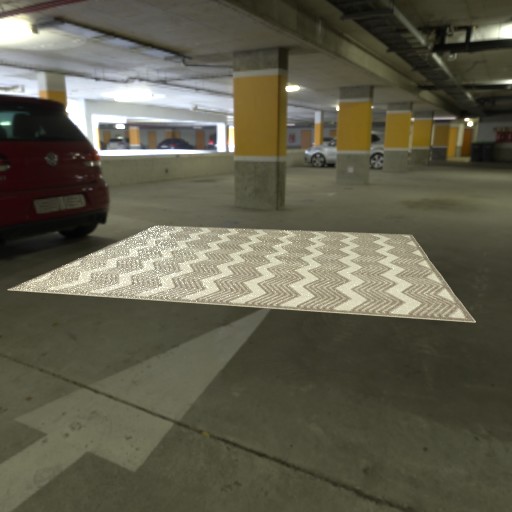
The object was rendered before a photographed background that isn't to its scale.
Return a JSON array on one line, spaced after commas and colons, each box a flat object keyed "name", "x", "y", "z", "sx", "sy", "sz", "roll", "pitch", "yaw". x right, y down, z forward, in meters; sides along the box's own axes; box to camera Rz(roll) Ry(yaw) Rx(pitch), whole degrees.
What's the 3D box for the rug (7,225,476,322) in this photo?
[{"name": "rug", "x": 0.000, "y": 0.000, "z": 3.789, "sx": 2.880, "sy": 0.005, "sz": 2.391, "roll": 3, "pitch": 15, "yaw": 11}]
